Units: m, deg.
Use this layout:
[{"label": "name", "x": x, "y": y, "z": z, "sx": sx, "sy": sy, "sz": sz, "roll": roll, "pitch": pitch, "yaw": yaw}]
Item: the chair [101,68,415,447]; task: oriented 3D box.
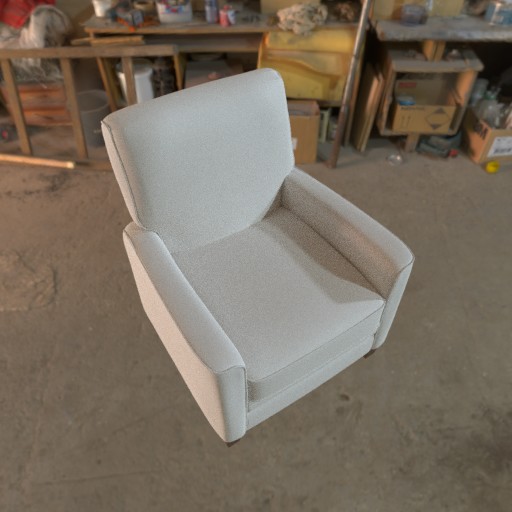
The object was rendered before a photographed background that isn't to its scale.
[{"label": "chair", "x": 0.000, "y": 0.000, "z": 1.662, "sx": 0.841, "sy": 1.028, "sz": 0.858, "roll": -26, "pitch": 52, "yaw": -22}]
